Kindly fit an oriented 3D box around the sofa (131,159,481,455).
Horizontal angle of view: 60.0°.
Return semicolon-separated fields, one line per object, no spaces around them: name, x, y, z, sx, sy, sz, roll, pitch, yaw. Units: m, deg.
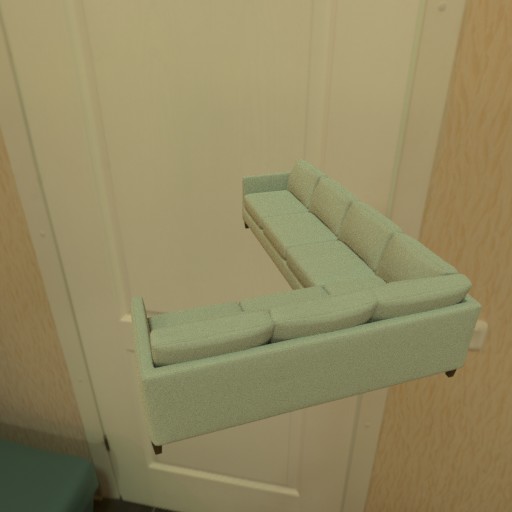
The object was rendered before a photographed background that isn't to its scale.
sofa;0.000;0.000;4.423;2.522;0.934;3.333;-9;31;-15
